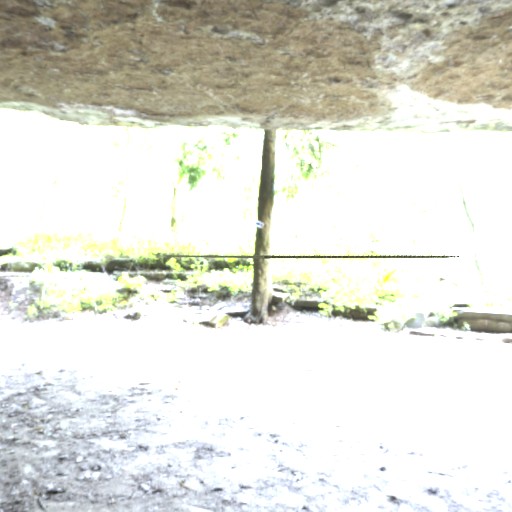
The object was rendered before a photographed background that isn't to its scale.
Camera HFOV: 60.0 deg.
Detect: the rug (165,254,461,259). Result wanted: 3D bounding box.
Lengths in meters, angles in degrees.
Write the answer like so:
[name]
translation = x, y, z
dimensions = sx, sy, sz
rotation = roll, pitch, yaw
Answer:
[rug]
translation = 0.000, 0.000, 2.792
dimensions = 0.795, 0.015, 2.544
rotation = 0, 0, -19
